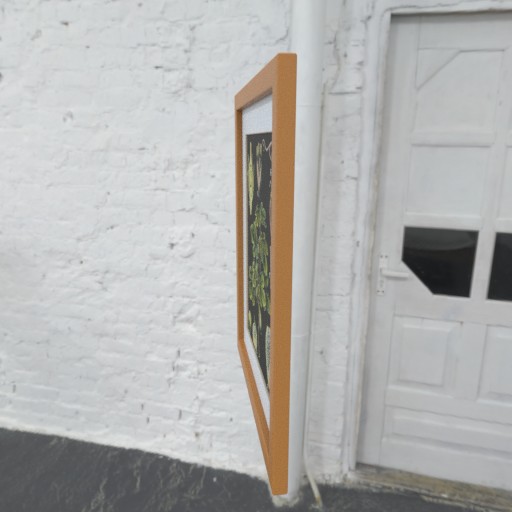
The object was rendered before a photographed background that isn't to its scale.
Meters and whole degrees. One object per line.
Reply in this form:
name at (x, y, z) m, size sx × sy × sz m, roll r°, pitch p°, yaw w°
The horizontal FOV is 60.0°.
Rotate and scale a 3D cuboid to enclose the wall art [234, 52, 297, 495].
wall art at (0.000, 0.000, 0.747) m, size 0.022 × 0.553 × 0.452 m, roll -2°, pitch 15°, yaw -8°
